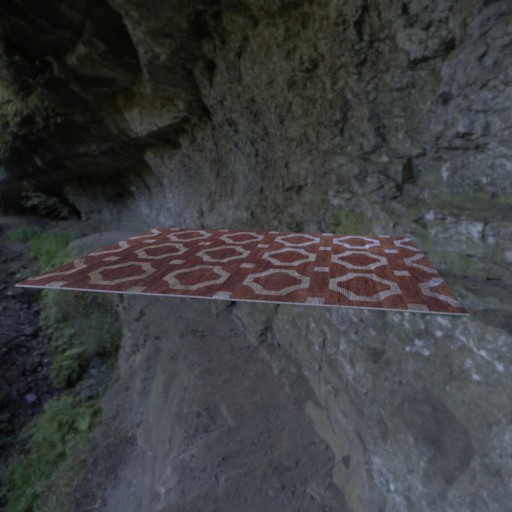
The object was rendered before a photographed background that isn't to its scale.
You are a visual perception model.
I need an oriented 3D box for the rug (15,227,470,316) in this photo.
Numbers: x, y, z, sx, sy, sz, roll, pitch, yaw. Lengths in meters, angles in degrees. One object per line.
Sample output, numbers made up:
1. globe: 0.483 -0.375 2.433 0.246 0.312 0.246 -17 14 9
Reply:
1. rug: 0.000 0.000 4.071 3.049 0.021 2.466 3 14 11
